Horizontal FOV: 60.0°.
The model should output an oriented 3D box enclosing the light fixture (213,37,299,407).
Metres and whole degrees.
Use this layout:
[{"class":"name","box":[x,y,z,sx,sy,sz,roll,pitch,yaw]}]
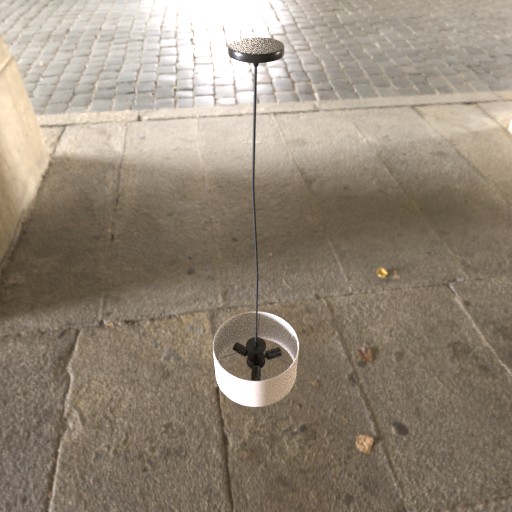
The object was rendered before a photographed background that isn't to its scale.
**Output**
[{"class":"light fixture","box":[0.000,0.000,1.694,0.399,1.516,0.399,0,42,0]}]
